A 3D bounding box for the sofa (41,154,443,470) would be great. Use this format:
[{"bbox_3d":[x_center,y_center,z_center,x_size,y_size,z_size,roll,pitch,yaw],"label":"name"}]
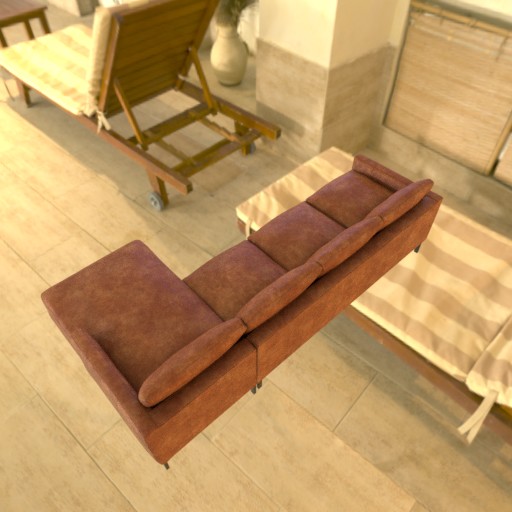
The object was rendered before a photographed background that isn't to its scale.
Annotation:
[{"bbox_3d":[0.000,0.000,3.584,2.993,0.859,1.471,-34,56,-27],"label":"sofa"}]
